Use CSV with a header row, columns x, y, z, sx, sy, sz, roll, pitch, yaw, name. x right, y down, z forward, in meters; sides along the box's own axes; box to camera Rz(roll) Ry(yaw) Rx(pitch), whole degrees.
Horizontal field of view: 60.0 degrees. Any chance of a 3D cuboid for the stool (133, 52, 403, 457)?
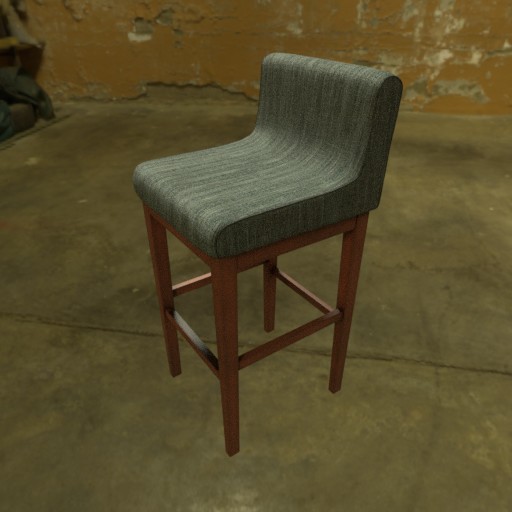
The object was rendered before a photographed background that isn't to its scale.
x,y,z,sx,sy,sz,roll,pitch,yaw,name
0.000,0.000,1.217,0.499,0.965,0.426,-20,37,-29,stool
